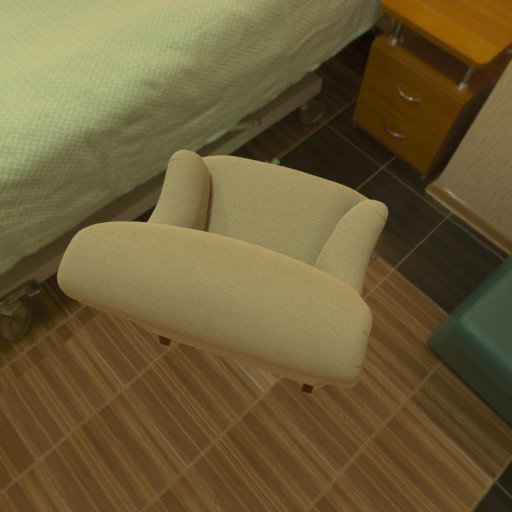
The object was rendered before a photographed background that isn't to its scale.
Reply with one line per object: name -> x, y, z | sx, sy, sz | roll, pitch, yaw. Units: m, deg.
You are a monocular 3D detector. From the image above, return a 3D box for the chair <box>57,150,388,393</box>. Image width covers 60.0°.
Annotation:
chair -> 0.000, 0.000, 1.516 | 0.766, 0.942, 0.842 | 16, 65, 8
